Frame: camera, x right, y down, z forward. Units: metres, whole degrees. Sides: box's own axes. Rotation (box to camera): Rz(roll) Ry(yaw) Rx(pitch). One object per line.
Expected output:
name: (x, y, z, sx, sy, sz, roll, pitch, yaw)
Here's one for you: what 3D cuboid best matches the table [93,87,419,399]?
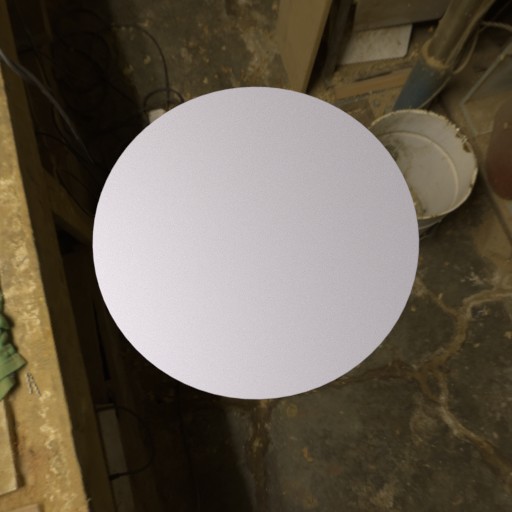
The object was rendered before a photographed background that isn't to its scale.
table: (0.000, 0.000, 1.014, 0.600, 0.405, 0.600, 0, 76, 0)
